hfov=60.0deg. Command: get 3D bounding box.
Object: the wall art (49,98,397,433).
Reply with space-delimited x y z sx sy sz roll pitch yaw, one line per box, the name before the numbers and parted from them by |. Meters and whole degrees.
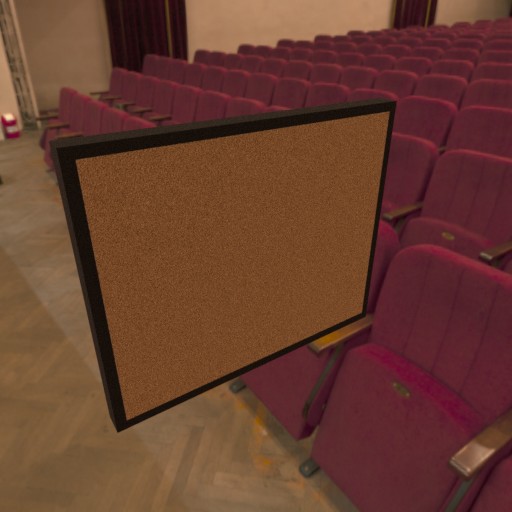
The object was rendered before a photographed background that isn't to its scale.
wall art | 0.000 0.000 0.533 0.397 0.325 0.028 -18 33 -29
